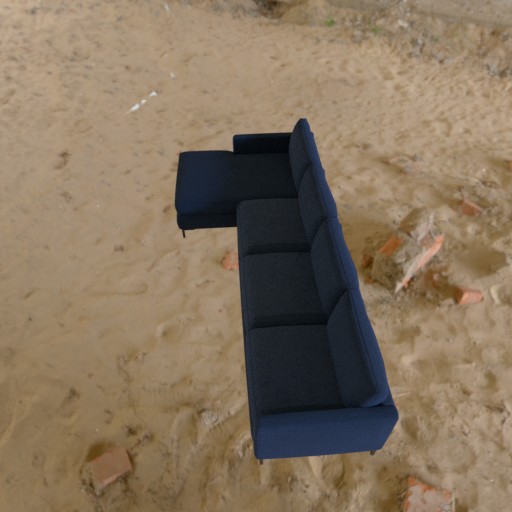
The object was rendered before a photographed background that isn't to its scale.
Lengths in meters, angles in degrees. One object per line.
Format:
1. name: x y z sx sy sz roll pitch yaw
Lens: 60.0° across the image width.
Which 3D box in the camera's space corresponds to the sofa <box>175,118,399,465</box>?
1. sofa: 0.000 0.000 2.905 1.128 0.679 2.450 -3 47 -3
